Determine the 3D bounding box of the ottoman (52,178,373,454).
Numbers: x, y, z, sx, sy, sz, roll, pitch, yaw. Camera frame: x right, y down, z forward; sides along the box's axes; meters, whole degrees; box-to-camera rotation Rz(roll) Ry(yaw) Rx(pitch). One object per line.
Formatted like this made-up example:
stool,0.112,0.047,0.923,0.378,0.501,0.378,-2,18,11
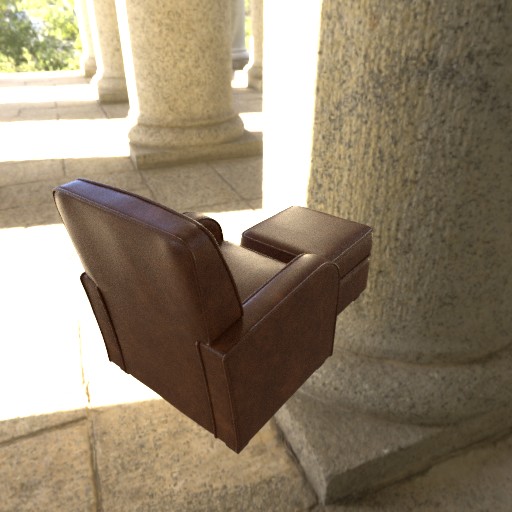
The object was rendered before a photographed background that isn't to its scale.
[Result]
ottoman,0.000,0.000,1.875,0.732,0.904,1.314,21,36,33
